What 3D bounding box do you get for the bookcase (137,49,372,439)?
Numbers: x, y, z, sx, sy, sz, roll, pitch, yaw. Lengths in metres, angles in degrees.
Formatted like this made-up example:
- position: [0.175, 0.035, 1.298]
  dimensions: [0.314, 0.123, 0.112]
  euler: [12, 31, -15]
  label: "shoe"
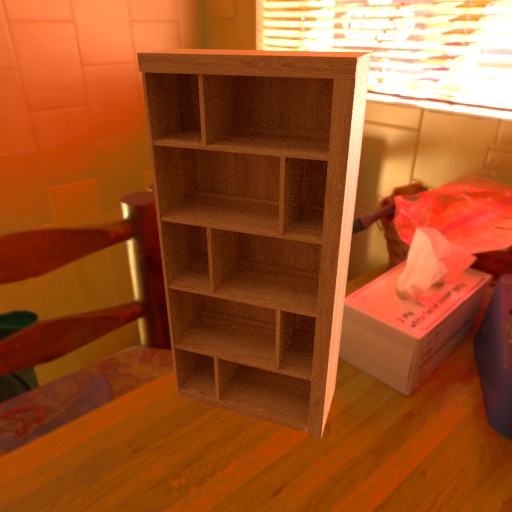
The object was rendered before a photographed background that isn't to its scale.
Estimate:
- position: [0.000, 0.000, 2.416]
  dimensions: [0.950, 2.020, 0.420]
  euler: [9, 29, 17]
  label: "bookcase"
